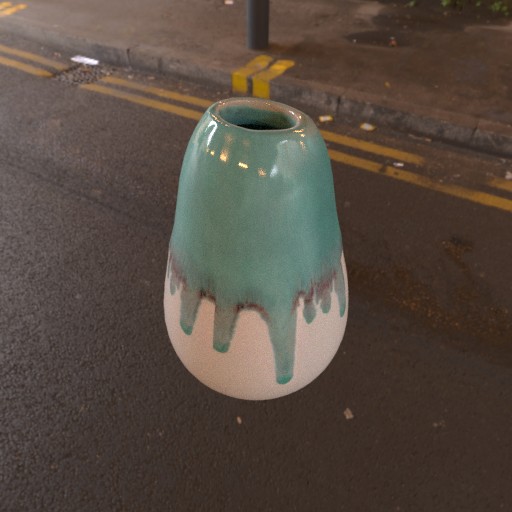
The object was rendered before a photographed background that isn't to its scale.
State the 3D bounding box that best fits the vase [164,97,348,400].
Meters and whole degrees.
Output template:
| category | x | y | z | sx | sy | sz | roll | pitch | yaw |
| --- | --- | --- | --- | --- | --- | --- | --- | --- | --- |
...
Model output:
| category | x | y | z | sx | sy | sz | roll | pitch | yaw |
| --- | --- | --- | --- | --- | --- | --- | --- | --- | --- |
| vase | 0.000 | 0.000 | 0.258 | 0.116 | 0.179 | 0.116 | 0 | 42 | 0 |
